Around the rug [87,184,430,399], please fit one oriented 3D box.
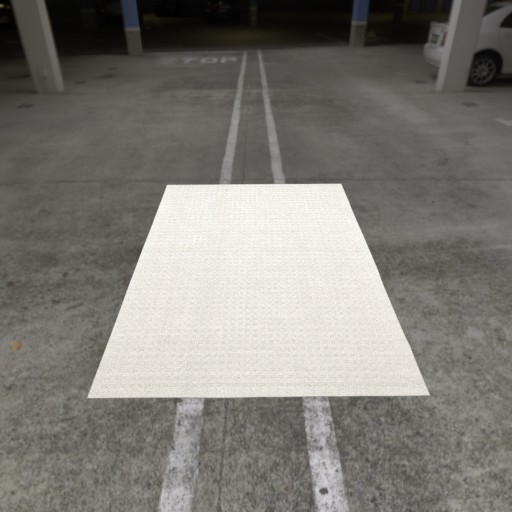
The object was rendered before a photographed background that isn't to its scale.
[{"bbox_3d":[0.000,0.000,2.915,1.523,0.006,2.289,0,33,-1],"label":"rug"}]
